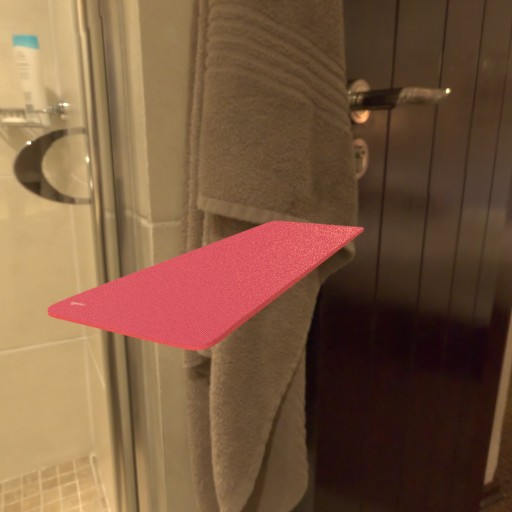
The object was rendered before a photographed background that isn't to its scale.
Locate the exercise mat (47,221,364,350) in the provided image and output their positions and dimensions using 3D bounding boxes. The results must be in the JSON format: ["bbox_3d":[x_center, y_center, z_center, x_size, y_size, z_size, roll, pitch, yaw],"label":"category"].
[{"bbox_3d":[0.000,0.000,2.083,0.616,0.021,1.884,7,16,25],"label":"exercise mat"}]
